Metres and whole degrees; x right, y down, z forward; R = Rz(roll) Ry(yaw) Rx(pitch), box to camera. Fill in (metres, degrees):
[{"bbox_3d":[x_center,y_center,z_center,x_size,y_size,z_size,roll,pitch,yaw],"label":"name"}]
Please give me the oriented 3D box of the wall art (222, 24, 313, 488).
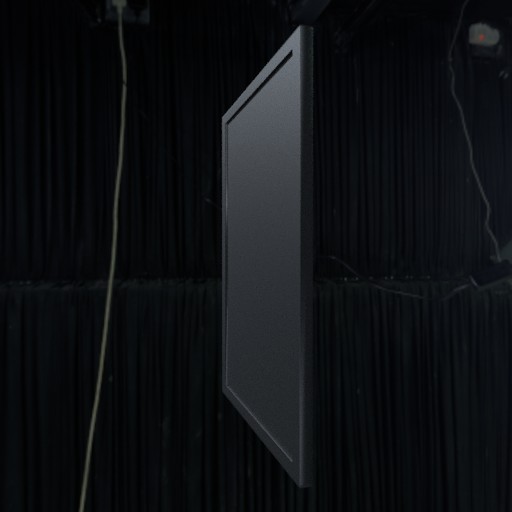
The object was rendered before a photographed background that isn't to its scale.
[{"bbox_3d":[0.000,0.000,0.558,0.013,0.431,0.303,0,1,-18],"label":"wall art"}]
